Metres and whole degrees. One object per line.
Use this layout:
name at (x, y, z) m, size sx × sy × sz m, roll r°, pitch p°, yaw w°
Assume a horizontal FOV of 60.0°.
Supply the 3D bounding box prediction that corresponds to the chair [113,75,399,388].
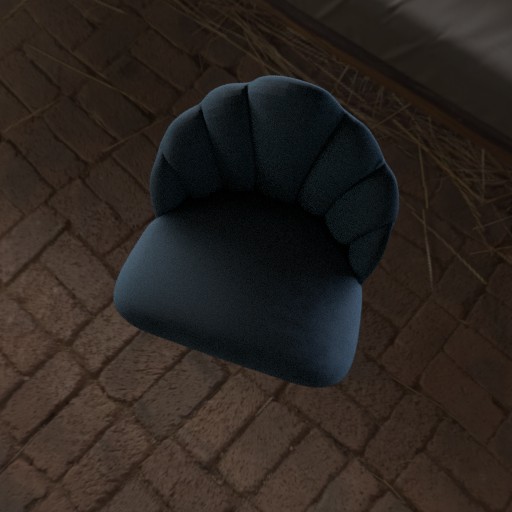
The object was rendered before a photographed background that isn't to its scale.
chair at (0.000, 0.000, 1.254) m, size 0.657 × 0.819 × 0.599 m, roll 18°, pitch 76°, yaw 5°
